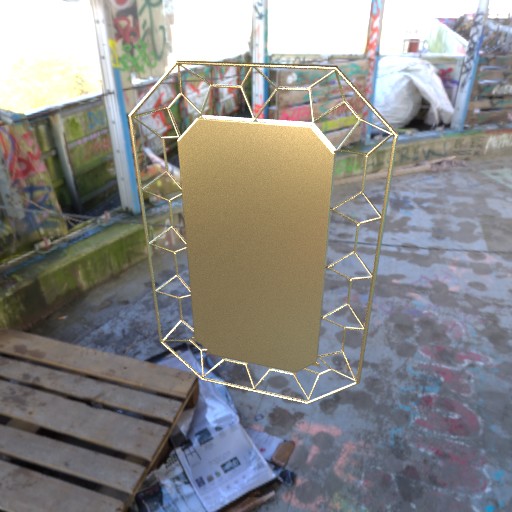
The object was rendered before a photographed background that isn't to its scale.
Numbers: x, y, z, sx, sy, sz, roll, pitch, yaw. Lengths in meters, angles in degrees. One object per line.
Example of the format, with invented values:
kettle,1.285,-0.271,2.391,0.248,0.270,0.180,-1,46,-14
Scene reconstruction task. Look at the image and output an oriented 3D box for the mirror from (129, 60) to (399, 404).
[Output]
mirror,0.000,0.000,1.077,0.572,0.870,0.051,8,31,15
